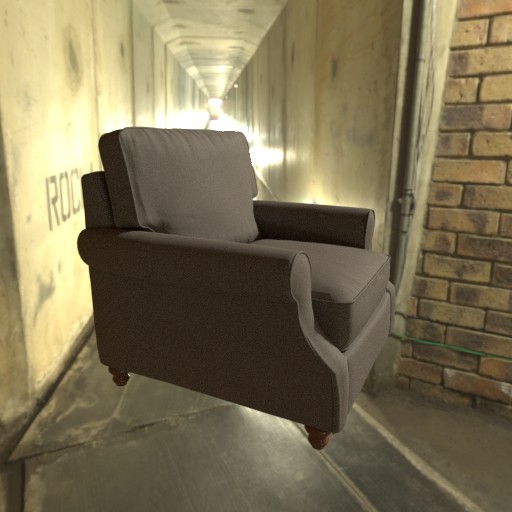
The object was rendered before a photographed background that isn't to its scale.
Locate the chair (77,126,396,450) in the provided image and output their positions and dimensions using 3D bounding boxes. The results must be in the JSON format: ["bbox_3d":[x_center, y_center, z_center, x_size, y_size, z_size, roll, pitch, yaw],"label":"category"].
[{"bbox_3d":[0.000,0.000,1.740,0.966,0.967,1.029,7,16,26],"label":"chair"}]
